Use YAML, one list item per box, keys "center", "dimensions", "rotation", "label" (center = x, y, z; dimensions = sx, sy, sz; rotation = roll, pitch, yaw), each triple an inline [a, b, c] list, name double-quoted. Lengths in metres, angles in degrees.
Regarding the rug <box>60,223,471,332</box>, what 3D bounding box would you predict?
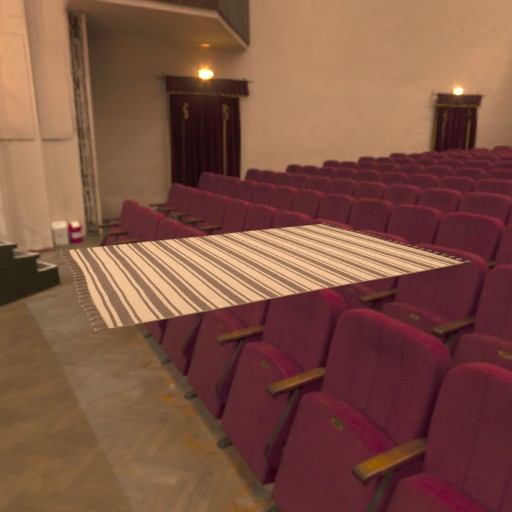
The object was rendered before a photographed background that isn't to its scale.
- center: [0.000, 0.000, 3.895]
  dimensions: [3.040, 0.017, 2.030]
  rotation: [-8, 16, -27]
  label: "rug"
